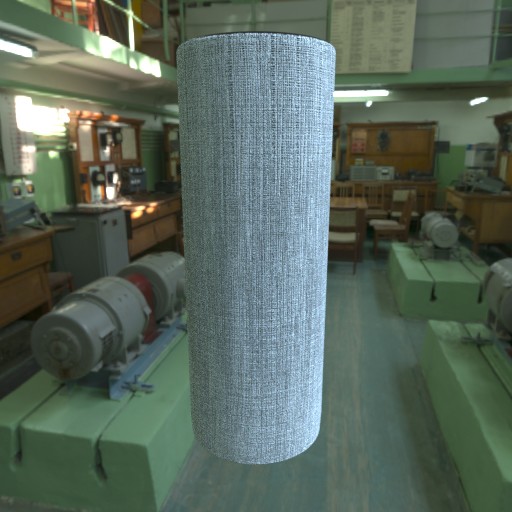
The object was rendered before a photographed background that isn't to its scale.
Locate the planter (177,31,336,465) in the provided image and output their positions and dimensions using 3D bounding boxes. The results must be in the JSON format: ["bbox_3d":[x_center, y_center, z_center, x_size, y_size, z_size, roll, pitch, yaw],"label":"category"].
[{"bbox_3d":[0.000,0.000,0.314,0.100,0.270,0.100,2,14,9],"label":"planter"}]
